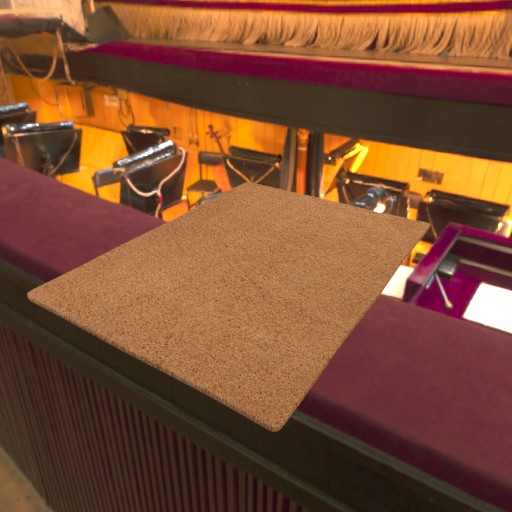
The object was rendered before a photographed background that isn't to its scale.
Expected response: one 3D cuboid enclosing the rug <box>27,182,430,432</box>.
[{"bbox_3d":[0.000,0.000,2.092,1.199,0.025,1.600,18,34,29],"label":"rug"}]
